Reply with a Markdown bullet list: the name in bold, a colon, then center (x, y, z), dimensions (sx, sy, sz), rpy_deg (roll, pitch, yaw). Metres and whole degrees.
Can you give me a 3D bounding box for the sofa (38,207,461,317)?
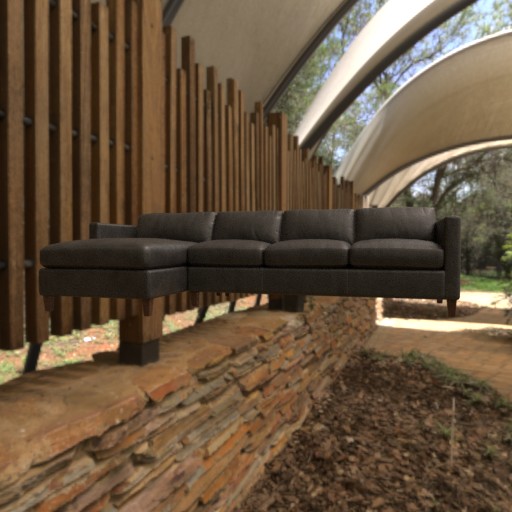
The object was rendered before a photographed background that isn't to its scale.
- **sofa**: center (0.000, 0.000, 3.822), dimensions (3.203, 0.883, 1.581), rpy_deg (0, 1, 17)
